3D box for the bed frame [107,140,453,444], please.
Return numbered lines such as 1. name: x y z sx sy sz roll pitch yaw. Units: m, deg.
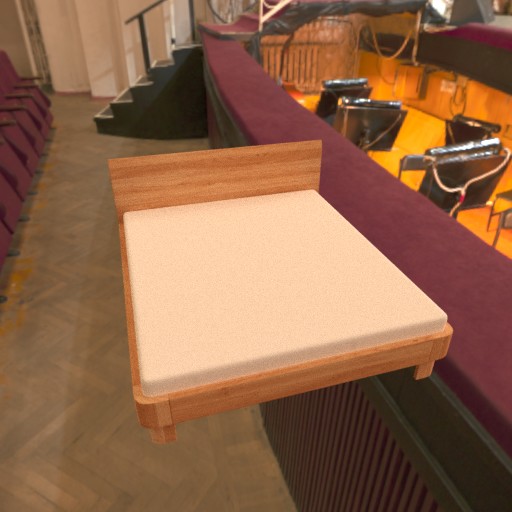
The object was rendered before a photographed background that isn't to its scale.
1. bed frame: 0.000 0.000 3.194 1.872 0.940 2.092 -9 32 -14
